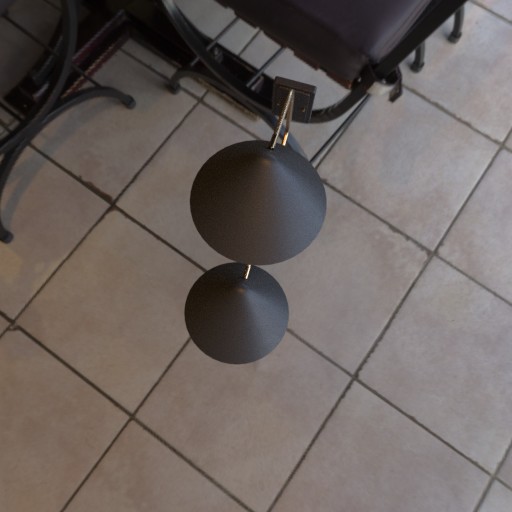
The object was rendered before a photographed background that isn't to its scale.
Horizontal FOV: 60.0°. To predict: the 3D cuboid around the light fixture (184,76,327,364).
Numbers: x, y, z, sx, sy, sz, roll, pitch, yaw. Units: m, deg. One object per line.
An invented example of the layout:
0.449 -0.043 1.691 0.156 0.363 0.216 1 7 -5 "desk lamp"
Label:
0.000 0.000 0.863 0.189 0.665 0.422 16 76 4 "light fixture"
